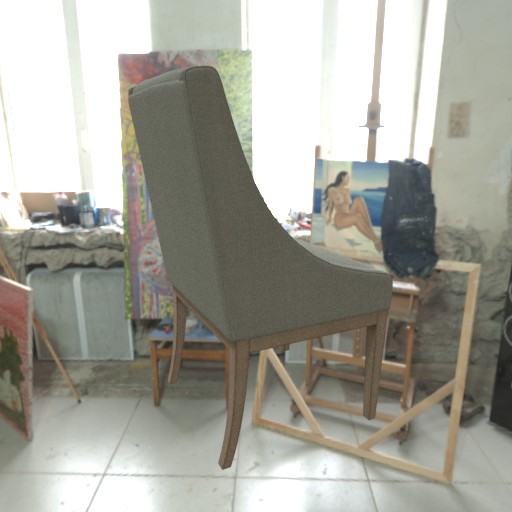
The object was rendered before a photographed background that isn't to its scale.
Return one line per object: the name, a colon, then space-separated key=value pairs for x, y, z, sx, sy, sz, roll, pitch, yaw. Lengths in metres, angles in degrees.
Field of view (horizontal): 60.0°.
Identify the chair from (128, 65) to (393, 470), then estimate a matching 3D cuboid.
chair: x=0.000 y=0.000 z=1.385 sx=0.611 sy=1.021 sz=0.575 roll=-8 pitch=18 yaw=-27
